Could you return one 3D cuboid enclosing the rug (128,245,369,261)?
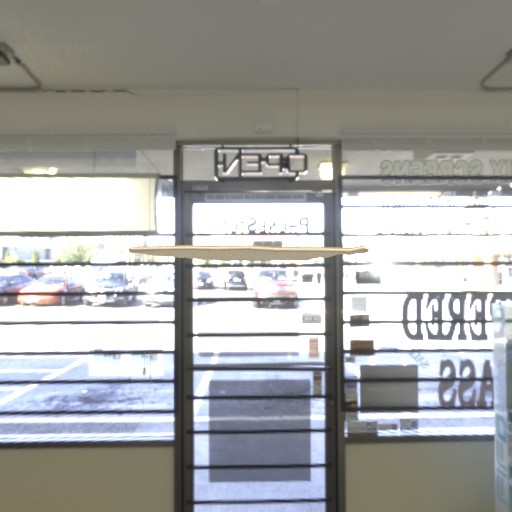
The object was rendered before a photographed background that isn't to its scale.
[{"bbox_3d":[0.000,0.000,2.695,0.831,0.036,2.381,0,-1,1],"label":"rug"}]
